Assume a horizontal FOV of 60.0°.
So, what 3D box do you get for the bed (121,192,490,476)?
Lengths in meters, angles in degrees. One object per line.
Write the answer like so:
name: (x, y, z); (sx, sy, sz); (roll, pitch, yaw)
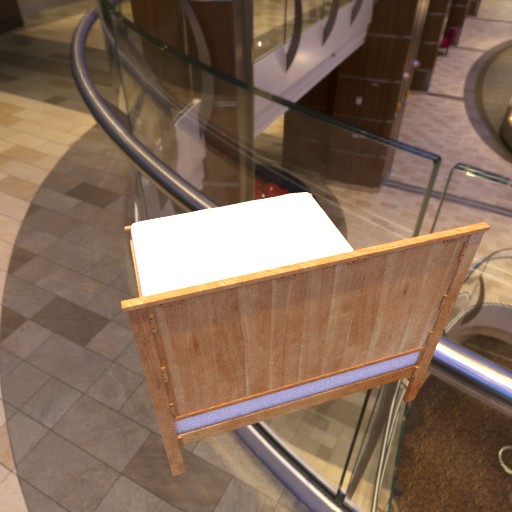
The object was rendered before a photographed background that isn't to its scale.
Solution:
bed: (0.000, 0.000, 4.022); (2.225, 1.938, 2.530); (-12, 42, -14)
